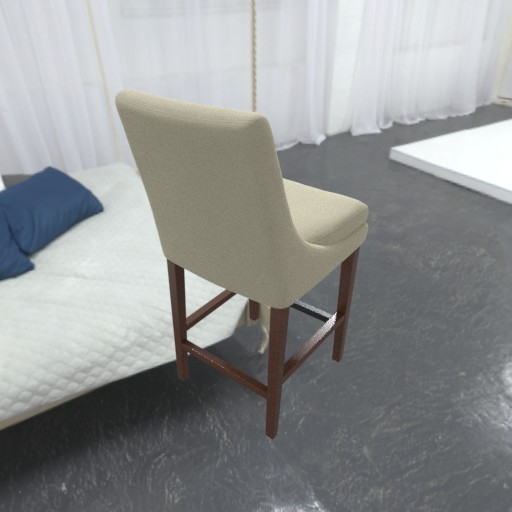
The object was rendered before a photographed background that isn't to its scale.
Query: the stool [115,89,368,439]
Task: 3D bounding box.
[{"bbox_3d":[0.000,0.000,1.330,0.470,0.981,0.577,22,37,31],"label":"stool"}]
